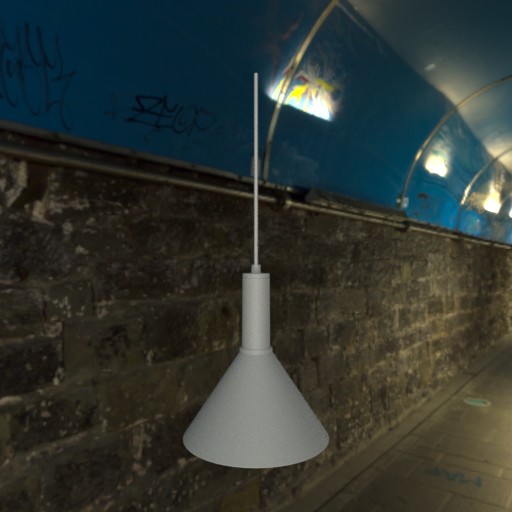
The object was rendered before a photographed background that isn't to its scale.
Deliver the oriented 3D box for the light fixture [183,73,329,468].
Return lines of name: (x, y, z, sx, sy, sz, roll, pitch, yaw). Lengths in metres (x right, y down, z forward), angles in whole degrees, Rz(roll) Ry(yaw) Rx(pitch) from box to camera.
light fixture: (0.000, 0.000, 0.826, 0.267, 0.683, 0.267, 1, -1, -36)
